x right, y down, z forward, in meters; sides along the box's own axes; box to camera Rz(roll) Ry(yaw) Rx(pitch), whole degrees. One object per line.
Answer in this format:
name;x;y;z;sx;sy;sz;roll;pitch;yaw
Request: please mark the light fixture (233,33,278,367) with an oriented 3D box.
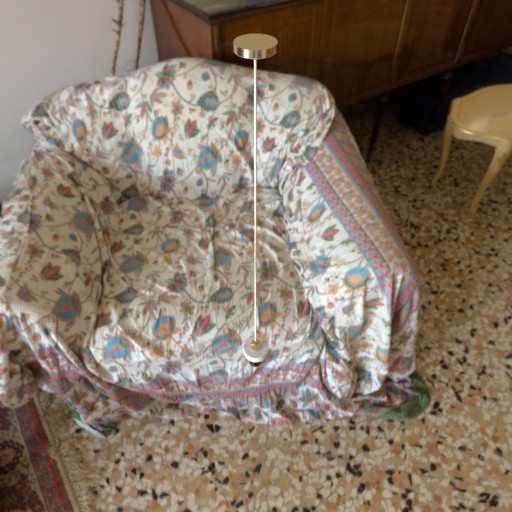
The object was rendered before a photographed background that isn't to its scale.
light fixture;0.000;0.000;1.801;0.129;1.669;0.129;14;47;14
